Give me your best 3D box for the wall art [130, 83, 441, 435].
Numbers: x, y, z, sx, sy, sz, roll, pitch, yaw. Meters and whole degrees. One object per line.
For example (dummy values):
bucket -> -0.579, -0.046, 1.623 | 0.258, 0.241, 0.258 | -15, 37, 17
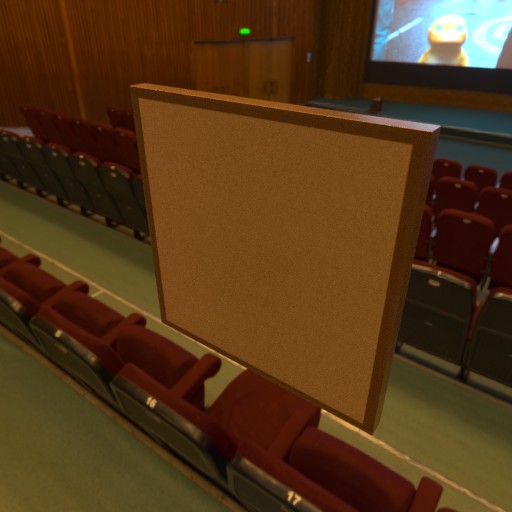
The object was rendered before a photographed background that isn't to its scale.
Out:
wall art -> 0.000, 0.000, 0.761 | 0.510, 0.509, 0.033 | 20, 36, 31
